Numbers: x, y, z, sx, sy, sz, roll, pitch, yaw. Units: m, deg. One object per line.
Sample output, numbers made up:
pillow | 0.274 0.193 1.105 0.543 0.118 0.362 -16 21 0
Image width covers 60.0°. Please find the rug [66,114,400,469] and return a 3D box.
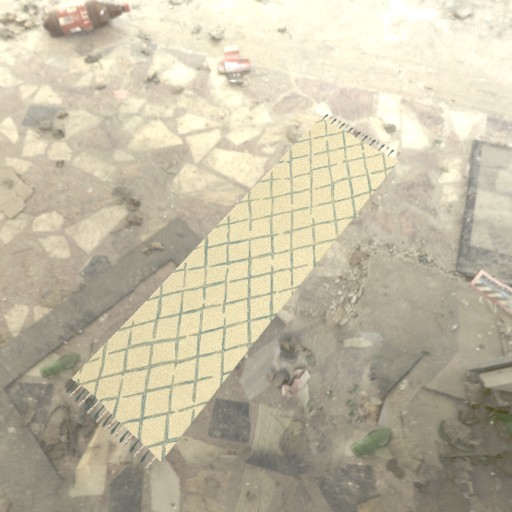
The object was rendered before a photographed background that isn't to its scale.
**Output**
rug | 0.000 0.000 2.556 0.620 0.008 2.372 34 68 16
